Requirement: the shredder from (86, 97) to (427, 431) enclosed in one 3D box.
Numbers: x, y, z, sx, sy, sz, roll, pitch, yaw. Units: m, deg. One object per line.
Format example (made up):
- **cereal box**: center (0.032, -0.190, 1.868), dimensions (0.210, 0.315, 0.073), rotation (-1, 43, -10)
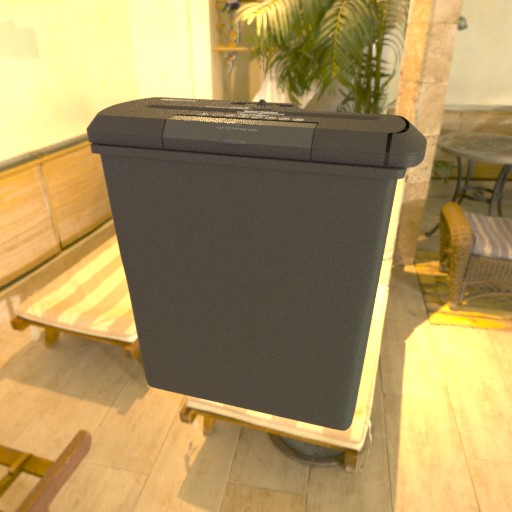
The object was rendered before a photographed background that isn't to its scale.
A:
- **shredder**: center (0.000, 0.000, 0.511), dimensions (0.320, 0.335, 0.170), rotation (8, 29, 14)
